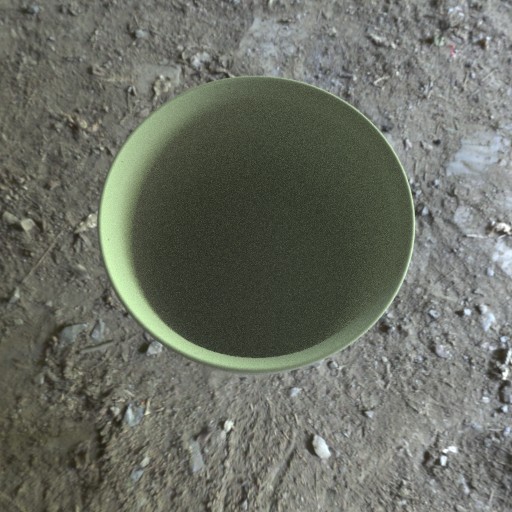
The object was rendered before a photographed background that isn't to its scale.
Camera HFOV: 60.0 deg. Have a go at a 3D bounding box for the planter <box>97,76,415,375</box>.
[{"bbox_3d":[0.000,0.000,0.386,0.204,0.214,0.204,0,74,0],"label":"planter"}]
